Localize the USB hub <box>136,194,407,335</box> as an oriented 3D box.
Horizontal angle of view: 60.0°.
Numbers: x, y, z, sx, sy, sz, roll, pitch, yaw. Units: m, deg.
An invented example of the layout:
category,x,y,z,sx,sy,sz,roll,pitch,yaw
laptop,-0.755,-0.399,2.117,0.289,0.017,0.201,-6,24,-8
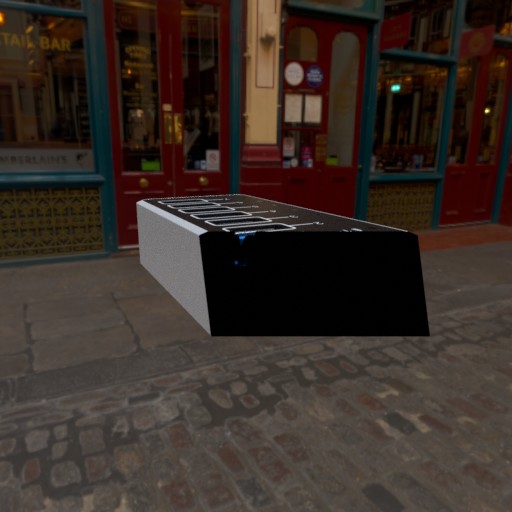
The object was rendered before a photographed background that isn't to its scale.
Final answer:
category,x,y,z,sx,sy,sz,roll,pitch,yaw
USB hub,0.000,0.000,0.125,0.044,0.023,0.110,-7,15,-26
